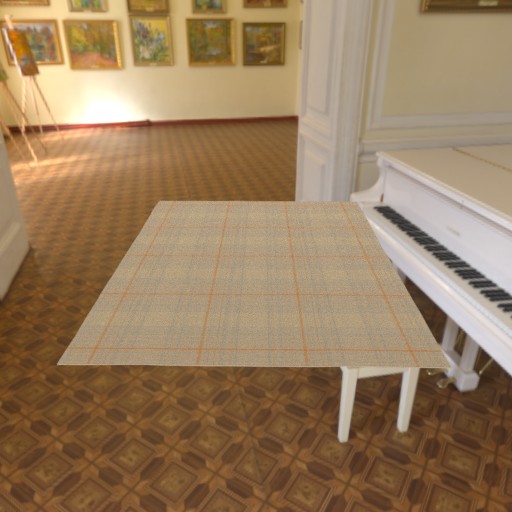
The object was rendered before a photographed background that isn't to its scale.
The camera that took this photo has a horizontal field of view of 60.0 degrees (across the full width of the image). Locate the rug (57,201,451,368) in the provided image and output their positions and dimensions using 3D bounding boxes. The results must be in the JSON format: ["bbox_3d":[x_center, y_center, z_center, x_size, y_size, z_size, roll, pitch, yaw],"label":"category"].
[{"bbox_3d":[0.000,0.000,4.102,2.448,0.021,3.051,0,26,1],"label":"rug"}]
